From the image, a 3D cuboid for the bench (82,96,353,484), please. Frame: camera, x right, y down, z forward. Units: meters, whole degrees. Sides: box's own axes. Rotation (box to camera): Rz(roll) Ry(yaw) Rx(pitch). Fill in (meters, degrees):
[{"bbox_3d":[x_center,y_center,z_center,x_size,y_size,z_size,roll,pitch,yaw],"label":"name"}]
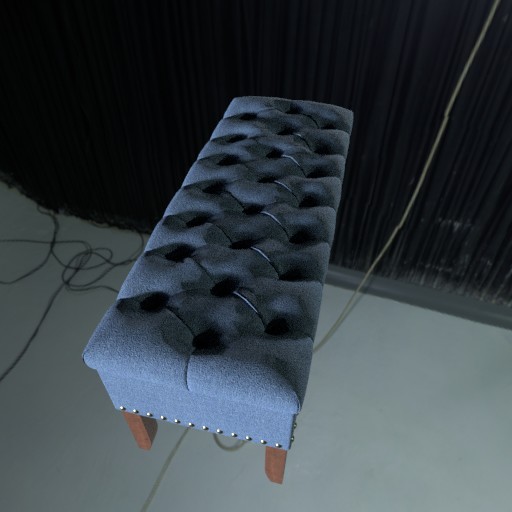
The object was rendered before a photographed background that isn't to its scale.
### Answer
[{"bbox_3d":[0.000,0.000,1.276,0.417,0.492,1.052,10,46,9],"label":"bench"}]
